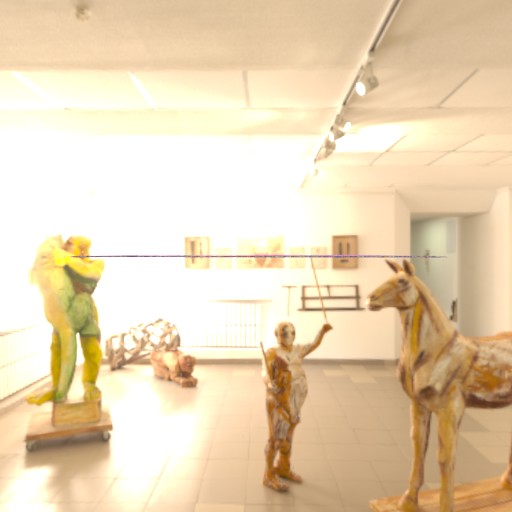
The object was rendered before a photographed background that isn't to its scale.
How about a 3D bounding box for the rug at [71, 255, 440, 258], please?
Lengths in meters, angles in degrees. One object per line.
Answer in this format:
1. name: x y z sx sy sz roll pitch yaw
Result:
1. rug: 0.000 0.000 2.913 1.539 0.013 2.350 0 0 1
